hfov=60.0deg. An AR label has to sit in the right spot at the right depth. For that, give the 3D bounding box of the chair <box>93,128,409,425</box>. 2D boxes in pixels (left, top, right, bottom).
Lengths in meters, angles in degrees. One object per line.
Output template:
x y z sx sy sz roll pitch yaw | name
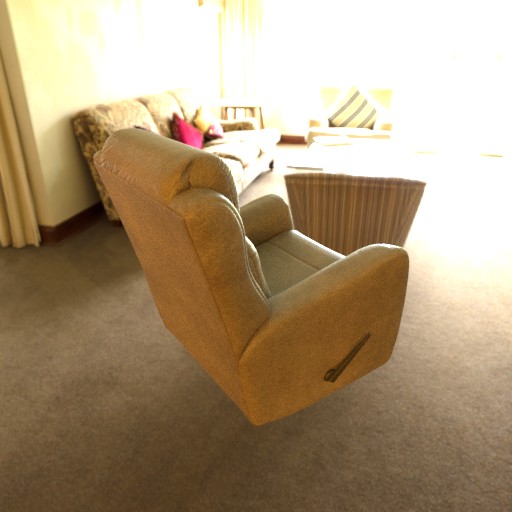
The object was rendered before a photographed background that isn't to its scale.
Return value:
0.000 0.000 1.976 1.068 1.116 0.967 -17 31 -31 | chair
